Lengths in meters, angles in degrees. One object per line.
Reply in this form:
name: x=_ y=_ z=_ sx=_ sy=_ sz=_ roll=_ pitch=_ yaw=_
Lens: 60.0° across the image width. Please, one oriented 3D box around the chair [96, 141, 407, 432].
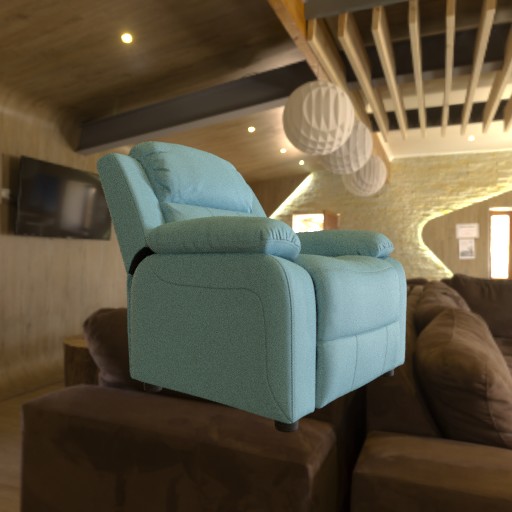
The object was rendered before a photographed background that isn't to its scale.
chair: x=0.000 y=0.000 z=1.267 sx=0.709 sy=0.702 sz=0.680 roll=-1 pitch=-1 yaw=37
